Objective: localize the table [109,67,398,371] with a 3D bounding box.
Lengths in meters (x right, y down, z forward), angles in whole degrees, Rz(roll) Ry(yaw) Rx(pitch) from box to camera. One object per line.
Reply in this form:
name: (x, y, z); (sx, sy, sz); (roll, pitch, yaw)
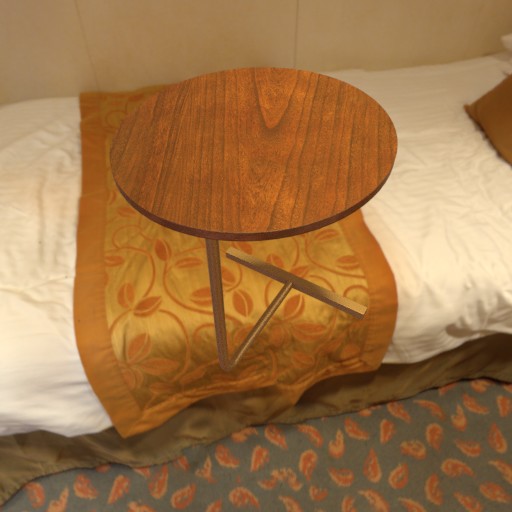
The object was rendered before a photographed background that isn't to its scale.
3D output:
table: (0.000, 0.000, 1.115); (0.530, 0.706, 0.577); (24, 51, 21)
